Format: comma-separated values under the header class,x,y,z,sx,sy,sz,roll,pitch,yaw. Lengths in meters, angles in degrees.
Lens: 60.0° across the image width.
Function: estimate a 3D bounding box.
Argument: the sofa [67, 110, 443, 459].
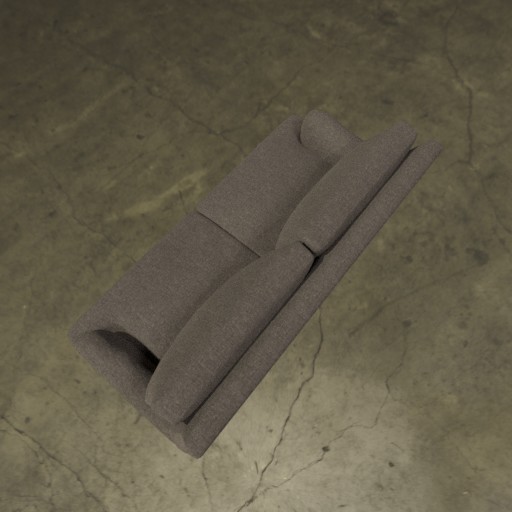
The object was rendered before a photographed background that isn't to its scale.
class,x,y,z,sx,sy,sz,roll,pitch,yaw
sofa,0.000,0.000,2.702,1.087,1.054,2.160,36,68,17
